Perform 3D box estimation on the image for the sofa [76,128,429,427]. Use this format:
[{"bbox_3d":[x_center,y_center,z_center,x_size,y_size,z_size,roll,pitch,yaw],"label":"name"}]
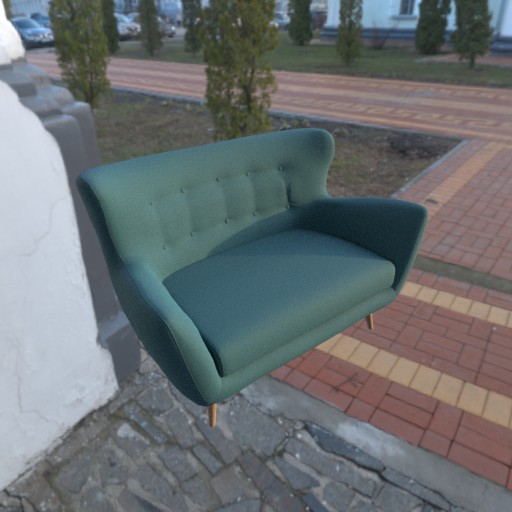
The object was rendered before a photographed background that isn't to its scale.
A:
[{"bbox_3d":[0.000,0.000,2.017,1.397,0.889,0.889,-21,35,-33],"label":"sofa"}]
